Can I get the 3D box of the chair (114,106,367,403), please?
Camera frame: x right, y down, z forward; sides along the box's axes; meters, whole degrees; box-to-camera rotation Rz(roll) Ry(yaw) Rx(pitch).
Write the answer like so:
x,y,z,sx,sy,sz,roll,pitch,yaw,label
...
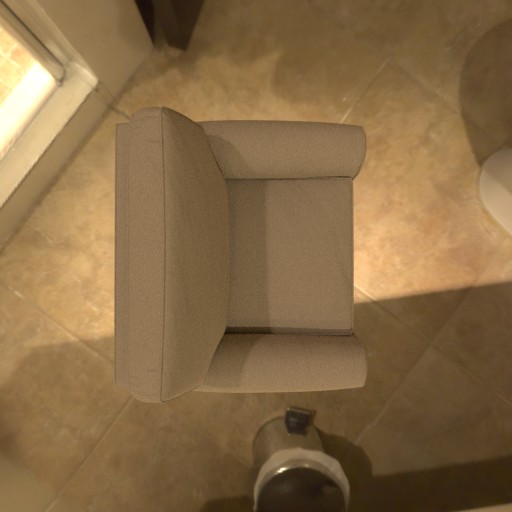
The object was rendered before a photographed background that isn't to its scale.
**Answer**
x,y,z,sx,sy,sz,roll,pitch,yaw,label
0.000,0.000,1.895,0.988,1.017,1.135,0,89,-1,chair
